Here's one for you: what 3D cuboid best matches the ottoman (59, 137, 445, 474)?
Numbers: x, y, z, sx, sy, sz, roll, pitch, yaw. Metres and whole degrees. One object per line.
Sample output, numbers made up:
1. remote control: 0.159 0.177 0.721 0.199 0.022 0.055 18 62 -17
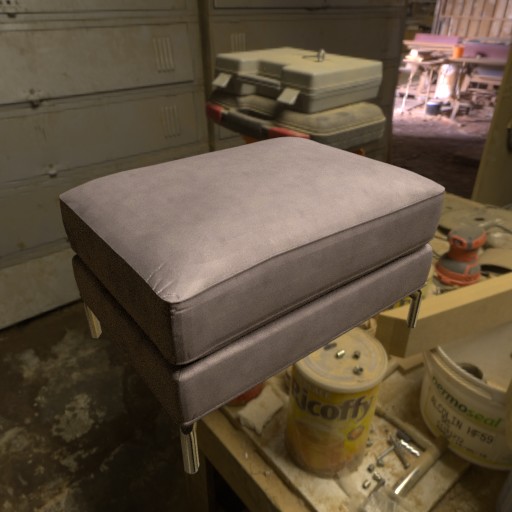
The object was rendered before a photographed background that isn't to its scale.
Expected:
1. ottoman: 0.000 0.000 1.061 0.719 0.456 0.520 -21 36 -32
